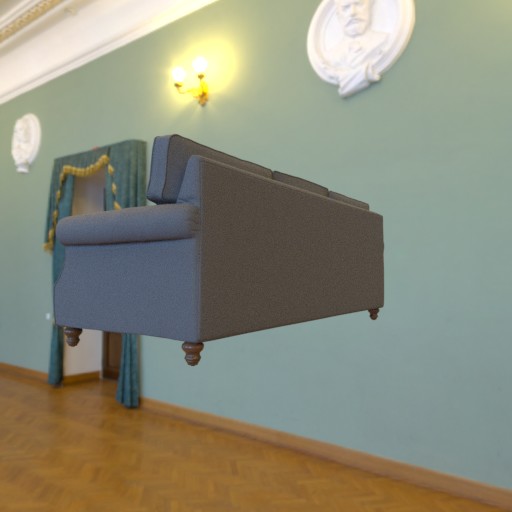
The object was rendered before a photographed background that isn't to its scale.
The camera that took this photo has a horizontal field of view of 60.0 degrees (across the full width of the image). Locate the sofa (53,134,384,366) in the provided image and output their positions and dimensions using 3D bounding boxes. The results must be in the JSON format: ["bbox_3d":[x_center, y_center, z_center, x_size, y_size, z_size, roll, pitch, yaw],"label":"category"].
[{"bbox_3d":[0.000,0.000,2.842,0.966,0.948,2.353,-1,-3,35],"label":"sofa"}]
